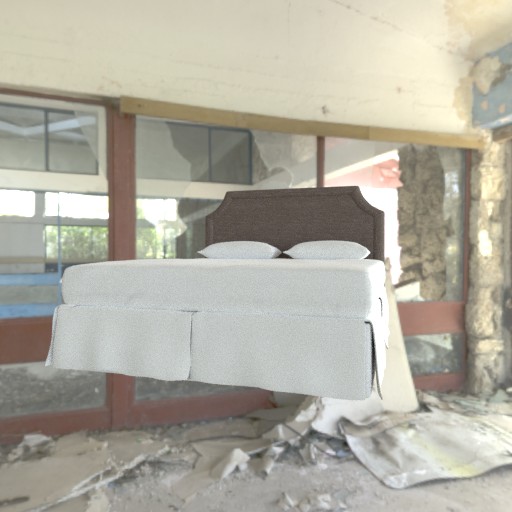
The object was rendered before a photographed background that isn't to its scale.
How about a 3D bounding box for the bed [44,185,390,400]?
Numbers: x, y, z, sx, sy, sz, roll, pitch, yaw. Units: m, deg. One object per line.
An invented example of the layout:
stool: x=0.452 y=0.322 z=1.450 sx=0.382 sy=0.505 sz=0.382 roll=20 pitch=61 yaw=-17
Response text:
bed: x=0.000 y=0.000 z=4.085 sx=2.350 sy=1.590 sz=2.773 roll=0 pitch=1 yaw=18
